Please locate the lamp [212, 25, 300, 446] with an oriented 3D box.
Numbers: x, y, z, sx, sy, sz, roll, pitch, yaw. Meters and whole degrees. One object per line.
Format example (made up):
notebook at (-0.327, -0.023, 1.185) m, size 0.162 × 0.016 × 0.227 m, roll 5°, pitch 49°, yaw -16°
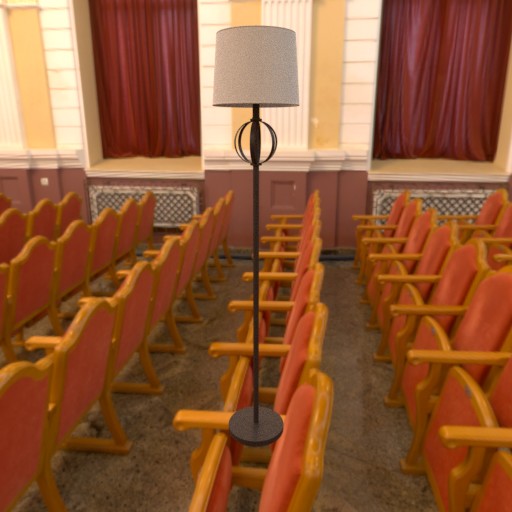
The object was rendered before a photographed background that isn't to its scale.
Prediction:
lamp at (0.000, 0.000, 1.607) m, size 0.286 × 1.462 × 0.286 m, roll 2°, pitch 16°, yaw 7°
